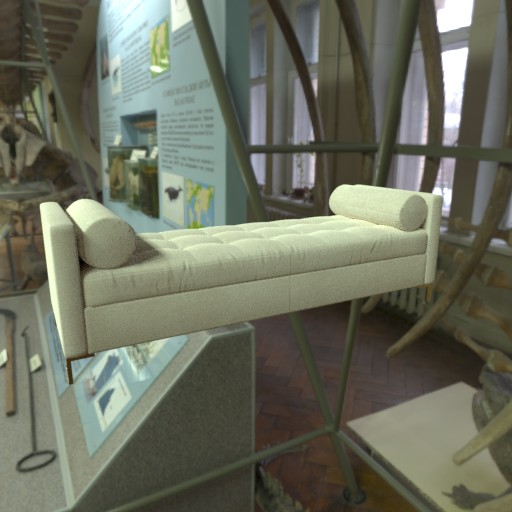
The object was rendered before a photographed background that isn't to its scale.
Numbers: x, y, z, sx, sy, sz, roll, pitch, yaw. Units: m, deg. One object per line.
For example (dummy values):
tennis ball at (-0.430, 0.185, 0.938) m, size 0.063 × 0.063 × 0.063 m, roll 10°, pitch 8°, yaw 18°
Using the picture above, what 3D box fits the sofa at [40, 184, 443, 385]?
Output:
sofa at (0.000, 0.000, 2.345) m, size 1.981 × 0.635 × 0.686 m, roll -8°, pitch 16°, yaw -27°
